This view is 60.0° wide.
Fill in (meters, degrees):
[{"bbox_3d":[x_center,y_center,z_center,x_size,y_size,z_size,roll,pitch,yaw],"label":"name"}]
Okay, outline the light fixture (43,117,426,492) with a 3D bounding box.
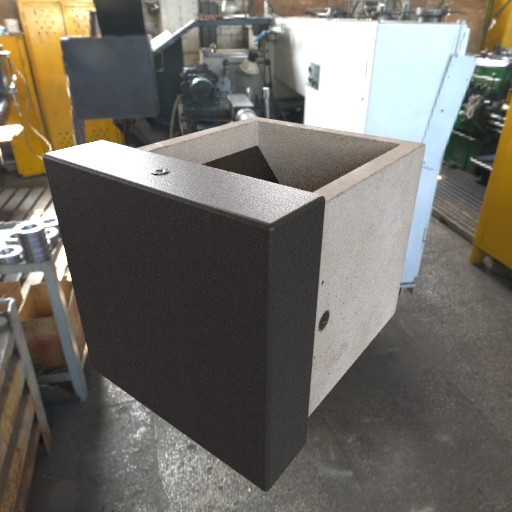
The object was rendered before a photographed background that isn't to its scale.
[{"bbox_3d":[0.000,0.000,0.234,0.121,0.121,0.143,20,35,32],"label":"light fixture"}]
